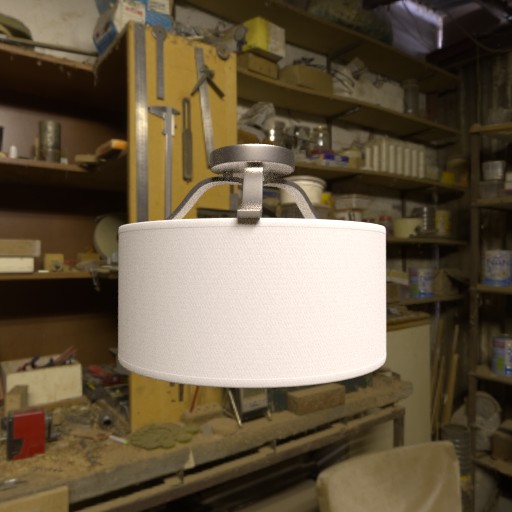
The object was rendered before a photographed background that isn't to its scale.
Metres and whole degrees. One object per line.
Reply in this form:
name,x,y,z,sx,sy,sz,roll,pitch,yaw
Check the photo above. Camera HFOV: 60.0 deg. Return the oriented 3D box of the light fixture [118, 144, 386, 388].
light fixture,0.000,0.000,0.666,0.395,0.304,0.395,0,-1,0
